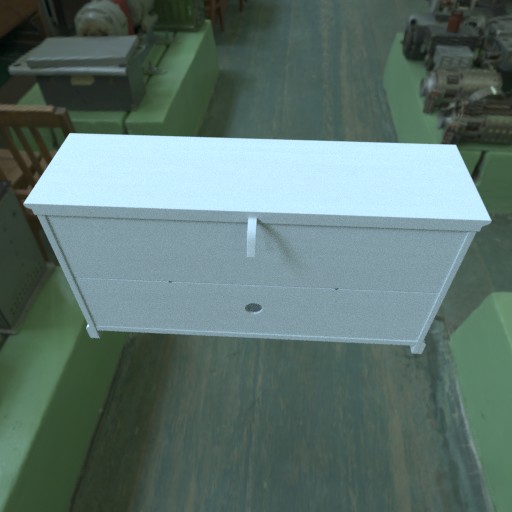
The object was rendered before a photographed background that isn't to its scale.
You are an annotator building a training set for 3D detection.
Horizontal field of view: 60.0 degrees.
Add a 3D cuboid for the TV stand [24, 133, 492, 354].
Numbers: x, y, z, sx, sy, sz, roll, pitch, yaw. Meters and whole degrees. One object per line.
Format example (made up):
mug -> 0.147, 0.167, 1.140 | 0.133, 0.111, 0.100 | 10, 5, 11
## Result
TV stand -> 0.000, 0.000, 1.445 | 1.187, 0.624, 0.424 | 2, 46, 2
